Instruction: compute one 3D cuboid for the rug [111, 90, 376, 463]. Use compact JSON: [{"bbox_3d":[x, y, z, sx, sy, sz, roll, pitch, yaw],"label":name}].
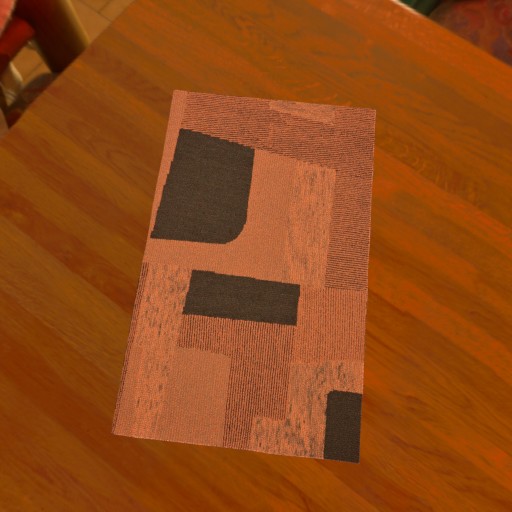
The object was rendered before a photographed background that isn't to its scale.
[{"bbox_3d":[0.000,0.000,2.998,1.521,0.015,2.436,6,75,2],"label":"rug"}]
